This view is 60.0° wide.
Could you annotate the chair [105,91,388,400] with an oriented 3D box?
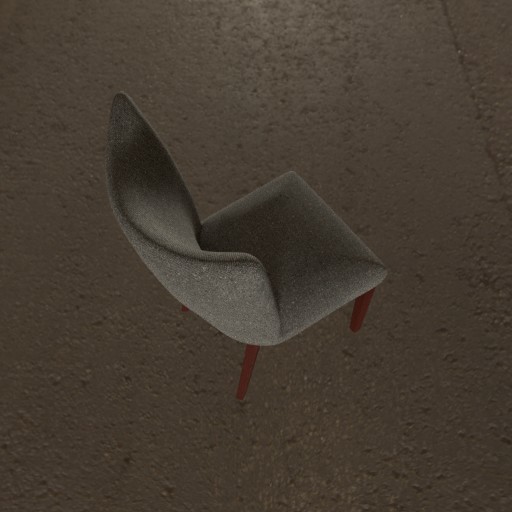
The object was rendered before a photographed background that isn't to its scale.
[{"bbox_3d":[0.000,0.000,1.261,0.623,0.924,0.535,-29,62,-17],"label":"chair"}]
